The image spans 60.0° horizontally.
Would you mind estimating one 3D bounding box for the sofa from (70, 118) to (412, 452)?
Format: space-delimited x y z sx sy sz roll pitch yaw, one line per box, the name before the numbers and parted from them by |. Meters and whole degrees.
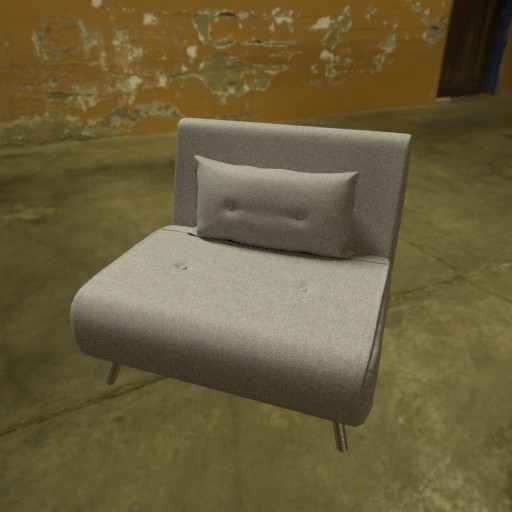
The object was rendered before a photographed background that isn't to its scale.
sofa | 0.000 0.000 1.706 1.020 0.825 1.000 9 30 17
